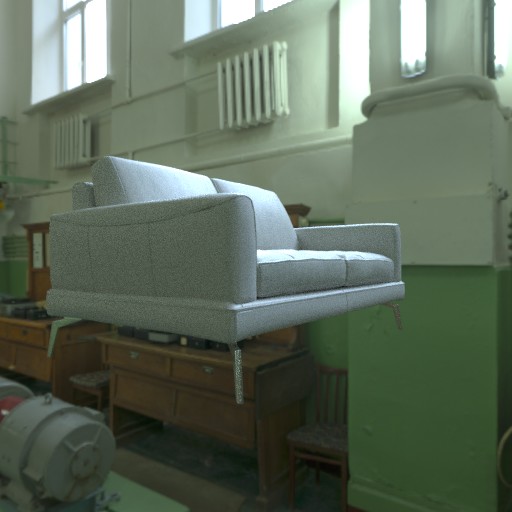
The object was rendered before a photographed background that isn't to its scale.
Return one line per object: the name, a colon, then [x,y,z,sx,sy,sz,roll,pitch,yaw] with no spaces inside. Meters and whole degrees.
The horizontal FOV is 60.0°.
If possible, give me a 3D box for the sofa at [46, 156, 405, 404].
sofa: [0.000,0.000,2.413,1.121,0.930,1.819,0,0,35]
